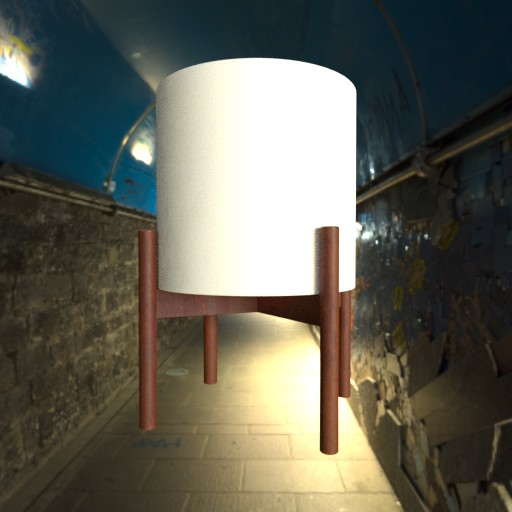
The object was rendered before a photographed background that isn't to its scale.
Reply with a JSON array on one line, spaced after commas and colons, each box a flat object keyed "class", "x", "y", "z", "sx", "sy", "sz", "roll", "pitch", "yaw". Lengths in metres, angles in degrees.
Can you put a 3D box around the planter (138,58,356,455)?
[{"class": "planter", "x": 0.000, "y": 0.000, "z": 0.954, "sx": 0.417, "sy": 0.670, "sz": 0.417, "roll": 0, "pitch": 1, "yaw": 17}]
